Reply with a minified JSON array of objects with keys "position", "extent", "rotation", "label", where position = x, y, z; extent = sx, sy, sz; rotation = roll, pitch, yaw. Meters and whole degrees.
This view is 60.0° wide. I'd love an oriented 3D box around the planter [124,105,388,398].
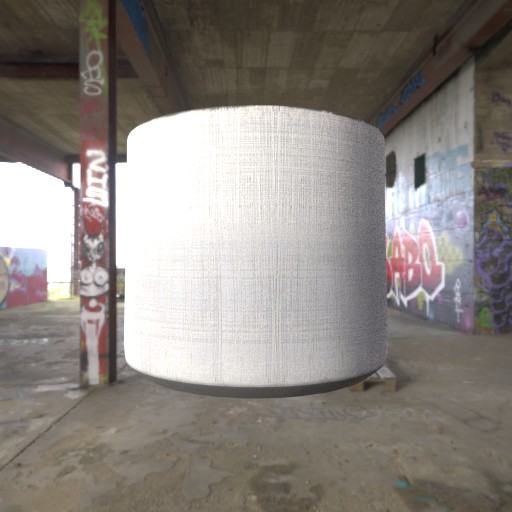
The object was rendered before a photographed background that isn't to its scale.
[{"position":[0.000,0.000,0.446],"extent":[0.254,0.221,0.254],"rotation":[0,0,0],"label":"planter"}]
